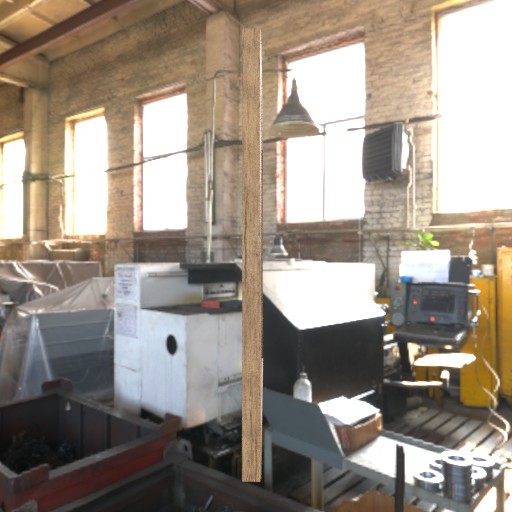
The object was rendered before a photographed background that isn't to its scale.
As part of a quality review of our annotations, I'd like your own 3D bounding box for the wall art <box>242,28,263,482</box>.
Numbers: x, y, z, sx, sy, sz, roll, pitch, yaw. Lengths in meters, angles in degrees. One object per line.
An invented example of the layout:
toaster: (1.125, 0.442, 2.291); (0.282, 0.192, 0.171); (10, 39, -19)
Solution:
wall art: (0.000, 0.000, 1.022); (0.029, 0.691, 0.695); (0, -1, 1)
